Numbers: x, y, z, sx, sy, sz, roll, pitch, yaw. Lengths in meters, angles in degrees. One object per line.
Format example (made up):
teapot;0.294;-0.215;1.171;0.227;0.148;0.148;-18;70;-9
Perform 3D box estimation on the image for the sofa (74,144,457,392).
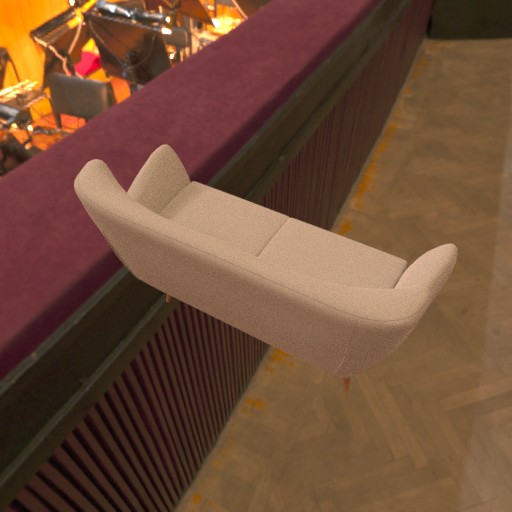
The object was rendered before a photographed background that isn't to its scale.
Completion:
sofa;0.000;0.000;2.471;1.930;0.890;0.899;23;50;20
